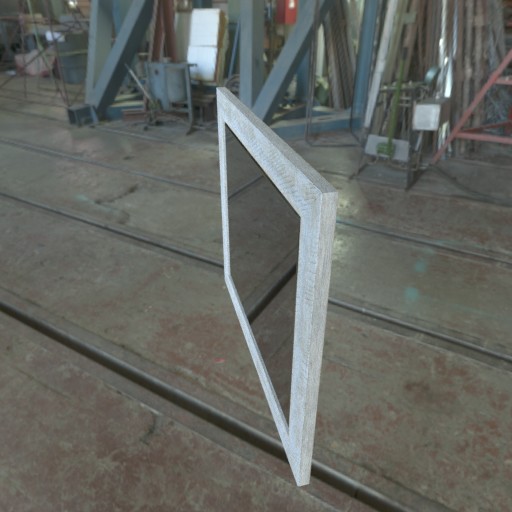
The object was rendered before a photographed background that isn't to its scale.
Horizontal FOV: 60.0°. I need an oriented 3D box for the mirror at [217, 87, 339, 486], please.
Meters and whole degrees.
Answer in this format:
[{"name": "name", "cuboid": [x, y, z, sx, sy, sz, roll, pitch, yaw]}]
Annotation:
[{"name": "mirror", "cuboid": [0.000, 0.000, 1.144, 0.028, 0.689, 0.839, -7, 32, -12]}]
